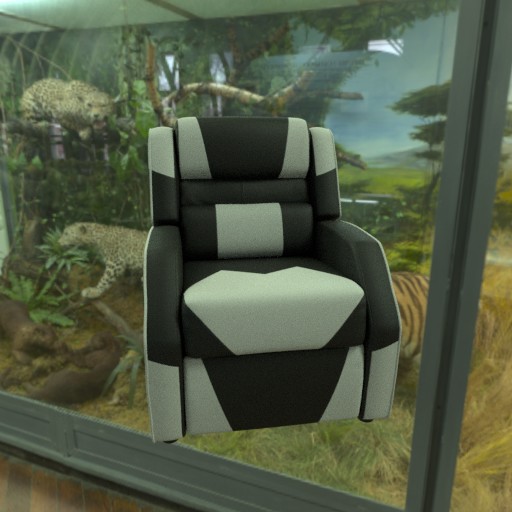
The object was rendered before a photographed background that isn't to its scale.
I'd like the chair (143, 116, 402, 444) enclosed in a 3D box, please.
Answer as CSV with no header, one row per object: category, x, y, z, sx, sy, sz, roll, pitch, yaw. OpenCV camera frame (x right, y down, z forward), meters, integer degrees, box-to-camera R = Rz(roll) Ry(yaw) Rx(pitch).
chair,0.000,0.000,1.303,0.620,0.805,0.672,-2,15,-9
